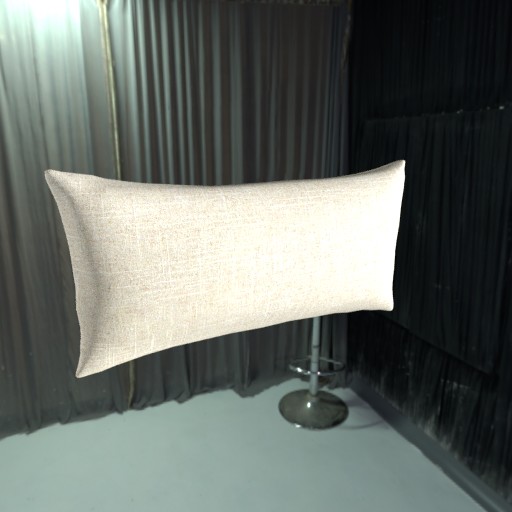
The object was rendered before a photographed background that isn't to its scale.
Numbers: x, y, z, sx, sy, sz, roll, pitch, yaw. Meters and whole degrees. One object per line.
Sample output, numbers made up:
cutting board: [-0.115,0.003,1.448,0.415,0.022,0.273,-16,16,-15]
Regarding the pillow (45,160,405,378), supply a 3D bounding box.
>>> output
pillow: [0.000,0.000,1.044,0.859,0.429,0.197,-7,16,-25]
